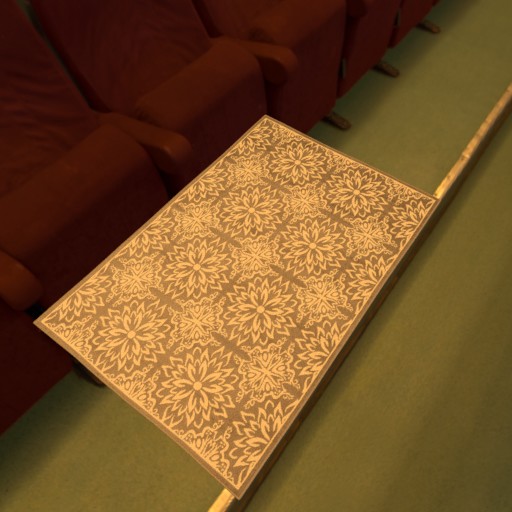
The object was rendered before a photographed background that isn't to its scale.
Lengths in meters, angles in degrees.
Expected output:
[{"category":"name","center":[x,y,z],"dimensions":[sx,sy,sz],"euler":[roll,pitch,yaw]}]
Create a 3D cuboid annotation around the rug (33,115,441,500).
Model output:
[{"category":"rug","center":[0.000,0.000,2.278],"dimensions":[1.224,0.012,1.847],"euler":[32,62,19]}]
